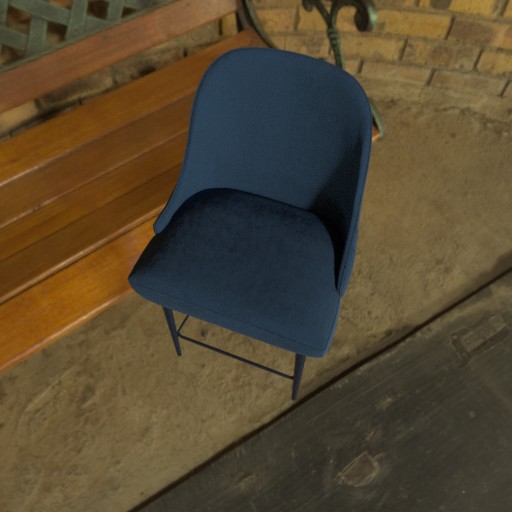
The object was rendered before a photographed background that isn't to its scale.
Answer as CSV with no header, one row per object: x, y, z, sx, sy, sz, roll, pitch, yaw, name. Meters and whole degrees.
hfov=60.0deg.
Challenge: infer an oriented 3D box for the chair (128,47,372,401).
0.000,0.000,1.227,0.526,0.927,0.489,18,60,11,chair
